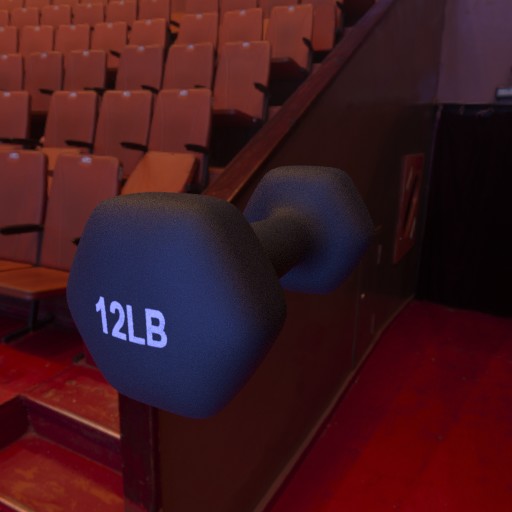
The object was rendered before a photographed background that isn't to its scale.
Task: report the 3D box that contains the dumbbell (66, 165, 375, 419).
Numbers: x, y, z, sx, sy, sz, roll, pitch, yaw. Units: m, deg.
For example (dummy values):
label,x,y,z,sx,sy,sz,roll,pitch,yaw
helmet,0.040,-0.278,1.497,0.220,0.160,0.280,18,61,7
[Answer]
label,x,y,z,sx,sy,sz,roll,pitch,yaw
dumbbell,0.000,0.000,0.286,0.112,0.101,0.231,8,18,26
